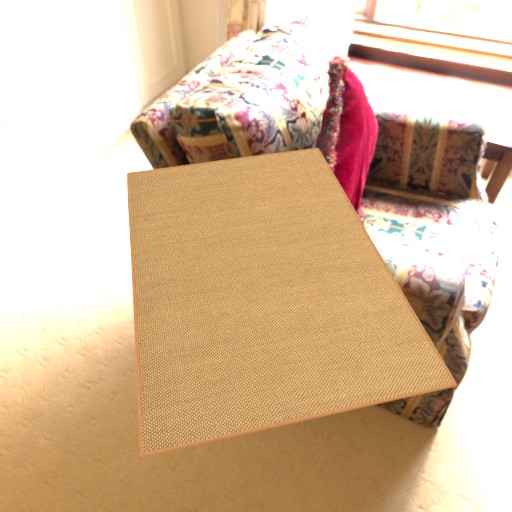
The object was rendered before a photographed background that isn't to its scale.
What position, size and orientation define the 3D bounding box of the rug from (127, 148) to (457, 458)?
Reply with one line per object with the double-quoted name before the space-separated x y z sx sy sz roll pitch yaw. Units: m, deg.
"rug" 0.000 0.000 2.749 1.524 0.013 2.134 -9 47 -9
